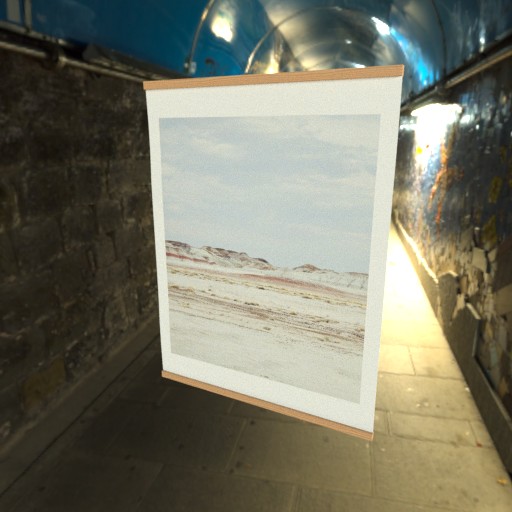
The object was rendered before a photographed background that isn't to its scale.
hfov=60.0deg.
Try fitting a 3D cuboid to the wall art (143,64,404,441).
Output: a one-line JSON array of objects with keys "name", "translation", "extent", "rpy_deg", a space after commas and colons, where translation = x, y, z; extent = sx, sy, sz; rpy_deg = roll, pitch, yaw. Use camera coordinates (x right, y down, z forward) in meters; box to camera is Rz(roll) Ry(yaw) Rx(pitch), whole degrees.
[{"name": "wall art", "translation": [0.000, 0.000, 0.794], "extent": [0.458, 0.605, 0.011], "rpy_deg": [8, 18, 26]}]
